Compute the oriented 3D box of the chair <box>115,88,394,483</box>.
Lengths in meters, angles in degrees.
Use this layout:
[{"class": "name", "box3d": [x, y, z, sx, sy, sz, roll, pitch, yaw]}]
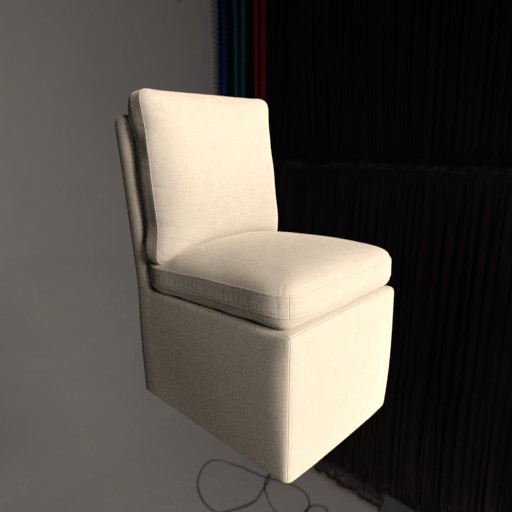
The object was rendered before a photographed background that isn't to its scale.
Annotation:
[{"class": "chair", "box3d": [0.000, 0.000, 1.311, 0.698, 0.927, 0.503, 14, 20, 42]}]
